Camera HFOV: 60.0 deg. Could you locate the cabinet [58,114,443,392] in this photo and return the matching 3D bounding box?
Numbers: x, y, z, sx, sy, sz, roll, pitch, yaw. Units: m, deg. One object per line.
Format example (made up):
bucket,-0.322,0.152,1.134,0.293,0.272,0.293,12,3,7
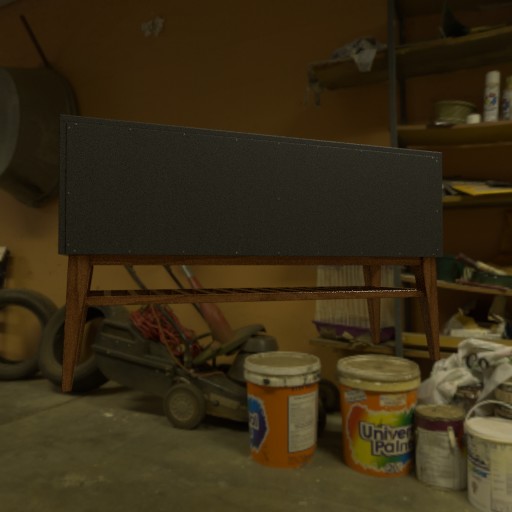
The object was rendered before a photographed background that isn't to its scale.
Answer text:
cabinet,0.000,0.000,1.720,1.363,0.802,0.477,0,-1,-19
